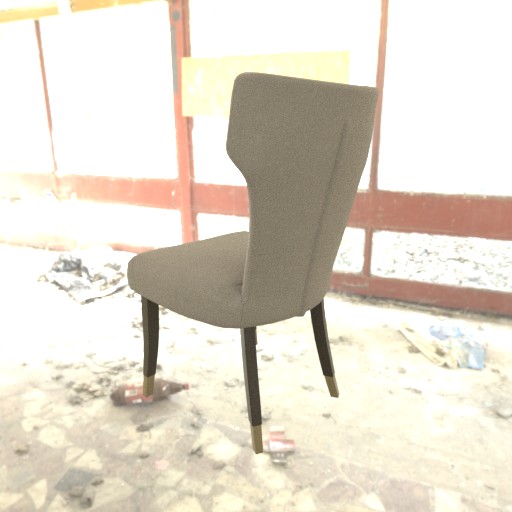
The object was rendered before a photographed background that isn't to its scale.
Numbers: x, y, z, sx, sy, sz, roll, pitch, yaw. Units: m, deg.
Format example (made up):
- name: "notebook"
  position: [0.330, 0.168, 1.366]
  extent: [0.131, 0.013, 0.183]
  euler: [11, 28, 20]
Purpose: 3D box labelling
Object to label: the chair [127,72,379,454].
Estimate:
- name: "chair"
  position: [0.000, 0.000, 1.313]
  extent: [0.630, 0.950, 0.526]
  euler: [15, 22, 42]
